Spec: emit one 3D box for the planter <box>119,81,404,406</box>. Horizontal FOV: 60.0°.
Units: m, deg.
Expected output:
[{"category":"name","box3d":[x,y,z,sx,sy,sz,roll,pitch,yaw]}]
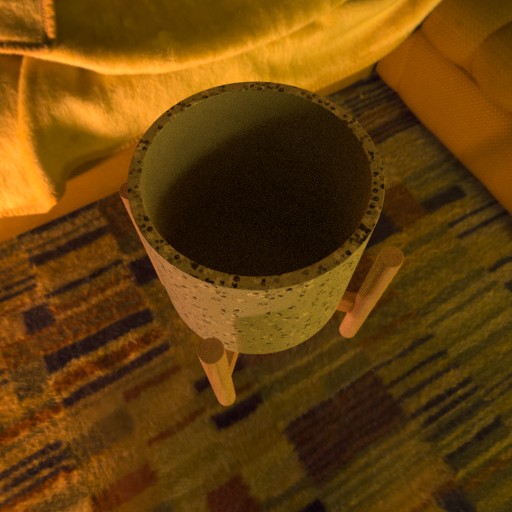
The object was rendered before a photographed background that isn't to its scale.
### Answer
[{"category":"planter","box3d":[0.000,0.000,0.527,0.284,0.320,0.284,36,68,17]}]
